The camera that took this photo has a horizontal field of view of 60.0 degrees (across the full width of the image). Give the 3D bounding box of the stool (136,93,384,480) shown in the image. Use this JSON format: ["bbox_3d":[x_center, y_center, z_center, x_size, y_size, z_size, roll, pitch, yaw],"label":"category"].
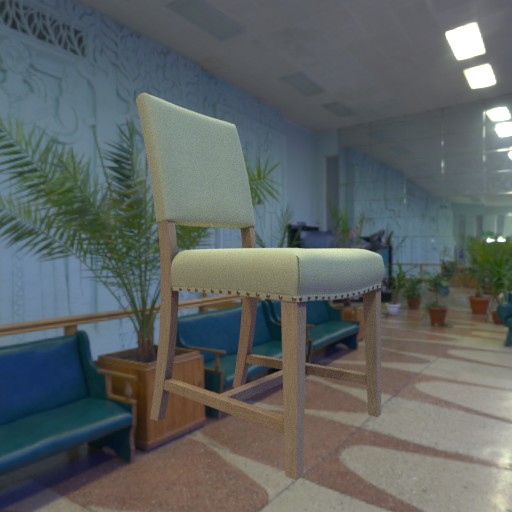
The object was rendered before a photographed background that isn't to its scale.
[{"bbox_3d":[0.000,0.000,1.355,0.623,0.986,0.508,1,1,37],"label":"stool"}]
